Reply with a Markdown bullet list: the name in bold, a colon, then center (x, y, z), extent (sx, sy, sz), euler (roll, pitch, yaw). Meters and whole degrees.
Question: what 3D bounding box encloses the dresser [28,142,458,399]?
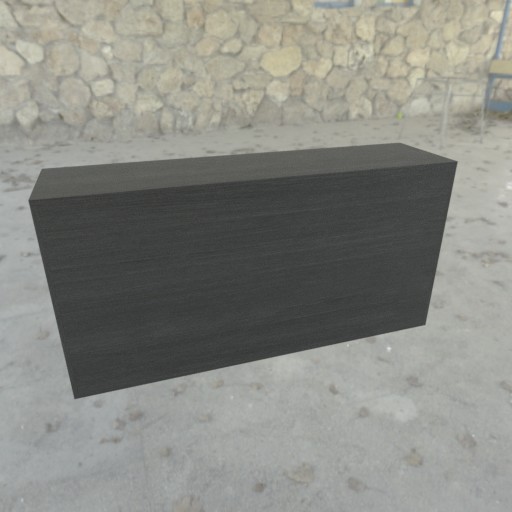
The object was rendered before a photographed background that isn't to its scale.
- **dresser**: center (0.000, 0.000, 1.915), extent (1.590, 0.795, 0.400), euler (-8, 27, -16)
